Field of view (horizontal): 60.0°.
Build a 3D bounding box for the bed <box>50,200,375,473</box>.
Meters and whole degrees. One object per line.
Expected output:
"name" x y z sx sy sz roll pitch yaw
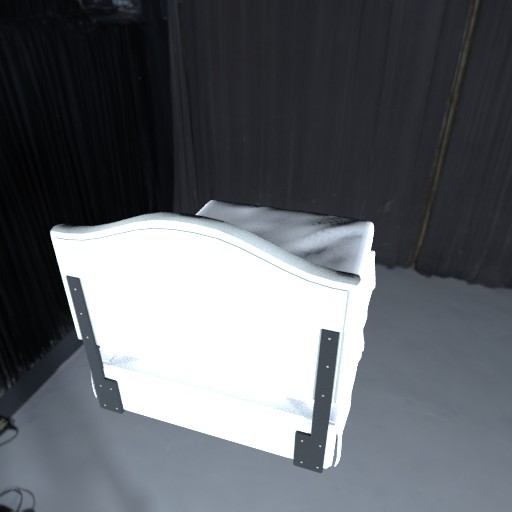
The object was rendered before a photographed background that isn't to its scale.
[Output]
"bed" 0.000 0.000 3.432 1.813 1.607 2.180 10 32 16
